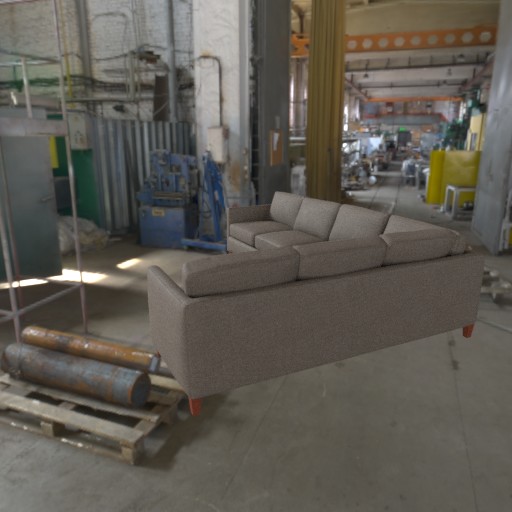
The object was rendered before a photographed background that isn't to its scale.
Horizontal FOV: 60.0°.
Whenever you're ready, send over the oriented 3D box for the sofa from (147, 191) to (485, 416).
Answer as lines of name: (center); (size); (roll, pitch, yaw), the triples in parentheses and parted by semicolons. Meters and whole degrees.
sofa: (0.000, 0.000, 4.513); (2.593, 0.947, 3.302); (-7, 17, -25)
